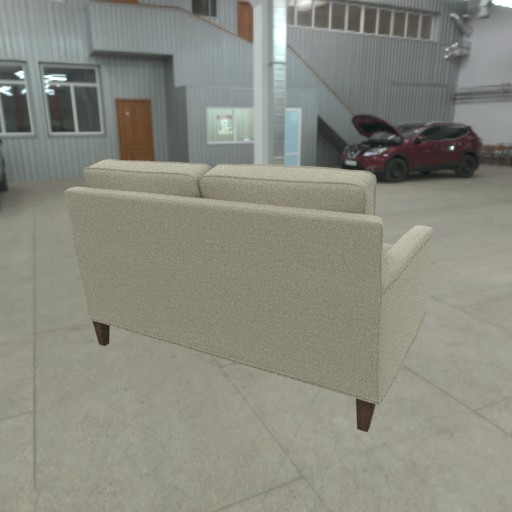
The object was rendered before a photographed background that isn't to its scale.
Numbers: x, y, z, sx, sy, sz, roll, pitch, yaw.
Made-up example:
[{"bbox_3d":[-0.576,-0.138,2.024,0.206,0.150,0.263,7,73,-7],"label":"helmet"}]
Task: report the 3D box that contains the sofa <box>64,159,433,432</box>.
[{"bbox_3d":[0.000,0.000,2.289,1.597,1.003,1.084,9,19,28],"label":"sofa"}]
